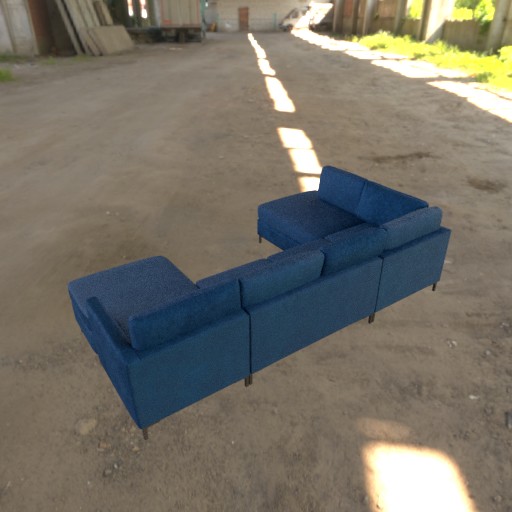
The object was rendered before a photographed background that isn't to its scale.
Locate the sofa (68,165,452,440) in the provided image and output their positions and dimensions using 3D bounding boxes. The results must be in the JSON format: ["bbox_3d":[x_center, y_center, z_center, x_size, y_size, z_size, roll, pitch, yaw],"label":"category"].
[{"bbox_3d":[0.000,0.000,4.453,3.434,0.992,2.055,-19,34,-30],"label":"sofa"}]
